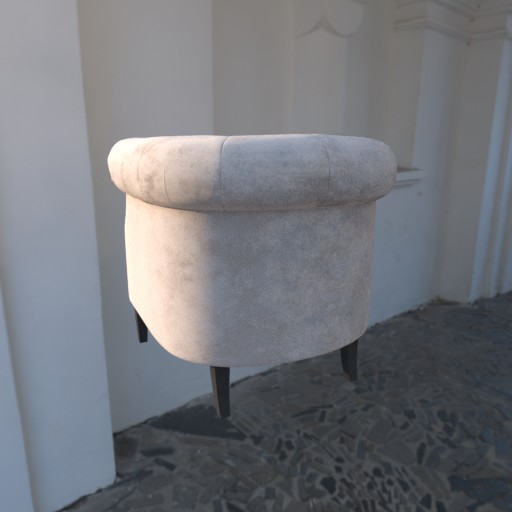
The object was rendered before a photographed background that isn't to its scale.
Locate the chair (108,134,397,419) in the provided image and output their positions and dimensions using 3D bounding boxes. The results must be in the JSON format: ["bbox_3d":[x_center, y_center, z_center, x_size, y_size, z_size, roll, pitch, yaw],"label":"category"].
[{"bbox_3d":[0.000,0.000,1.584,0.904,0.826,0.851,-7,15,-26],"label":"chair"}]
